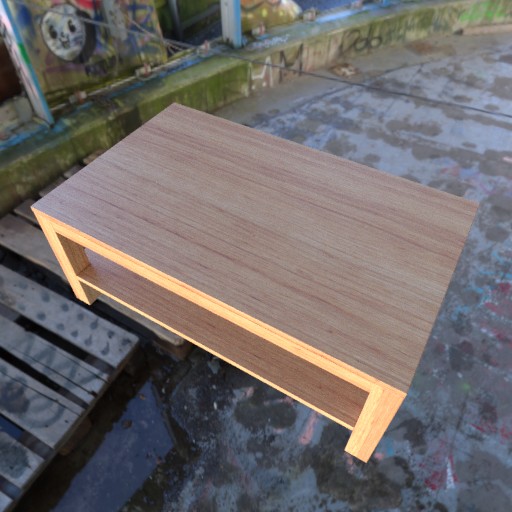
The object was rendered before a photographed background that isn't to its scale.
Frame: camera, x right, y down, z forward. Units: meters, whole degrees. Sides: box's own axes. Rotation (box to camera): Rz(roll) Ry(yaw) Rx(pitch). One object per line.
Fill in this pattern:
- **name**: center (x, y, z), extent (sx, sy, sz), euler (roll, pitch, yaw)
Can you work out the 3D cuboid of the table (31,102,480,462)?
- **table**: center (0.000, 0.000, 1.491), extent (1.146, 0.457, 0.695), euler (24, 53, 20)
